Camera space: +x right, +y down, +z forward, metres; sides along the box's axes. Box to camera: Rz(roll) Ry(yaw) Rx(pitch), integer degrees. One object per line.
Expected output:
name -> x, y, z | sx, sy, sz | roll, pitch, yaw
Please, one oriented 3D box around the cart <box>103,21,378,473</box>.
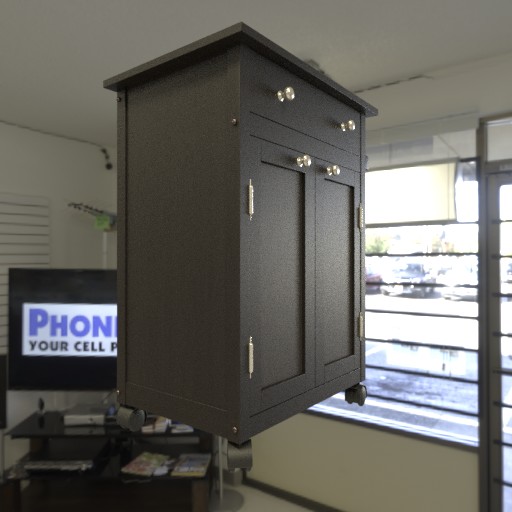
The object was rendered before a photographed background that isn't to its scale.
cart -> 0.000, 0.000, 1.229 | 0.456, 0.879, 0.660 | 0, 0, 38
